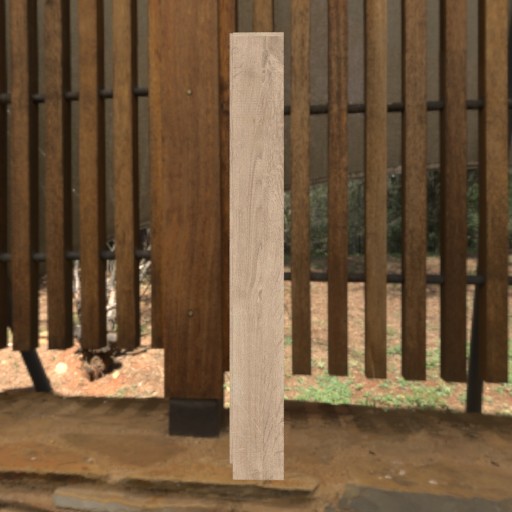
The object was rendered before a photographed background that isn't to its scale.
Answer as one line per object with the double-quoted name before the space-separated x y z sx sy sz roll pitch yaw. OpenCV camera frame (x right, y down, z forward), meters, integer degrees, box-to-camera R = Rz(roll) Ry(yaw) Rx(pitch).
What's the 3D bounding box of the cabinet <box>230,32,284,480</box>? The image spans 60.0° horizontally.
"cabinet" 0.000 0.000 2.024 0.230 1.790 0.500 0 0 1
